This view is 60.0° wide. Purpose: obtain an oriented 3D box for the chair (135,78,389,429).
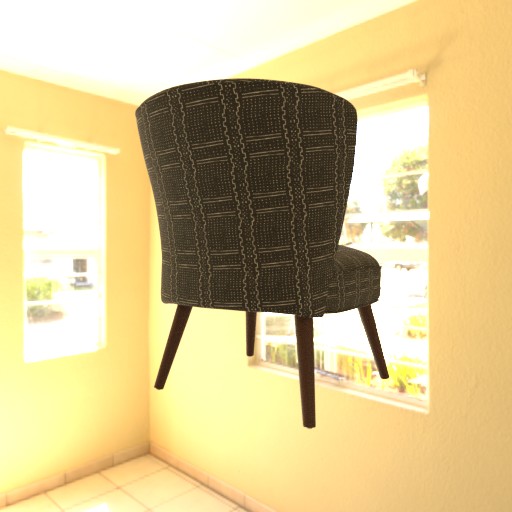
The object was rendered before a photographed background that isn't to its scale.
[{"bbox_3d":[0.000,0.000,1.413,0.710,0.866,0.758,1,1,35],"label":"chair"}]
